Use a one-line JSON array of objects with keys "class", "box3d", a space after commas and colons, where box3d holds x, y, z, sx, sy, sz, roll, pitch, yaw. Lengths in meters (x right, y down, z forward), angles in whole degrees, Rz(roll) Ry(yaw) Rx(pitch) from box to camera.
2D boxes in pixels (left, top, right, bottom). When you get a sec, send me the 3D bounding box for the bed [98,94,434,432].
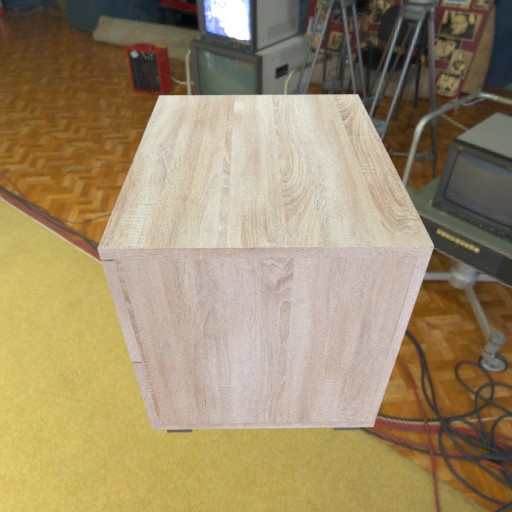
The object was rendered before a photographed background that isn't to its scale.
[{"class": "bed", "box3d": [0.000, 0.000, 0.812, 0.401, 0.420, 0.460, -1, 41, -1]}]
